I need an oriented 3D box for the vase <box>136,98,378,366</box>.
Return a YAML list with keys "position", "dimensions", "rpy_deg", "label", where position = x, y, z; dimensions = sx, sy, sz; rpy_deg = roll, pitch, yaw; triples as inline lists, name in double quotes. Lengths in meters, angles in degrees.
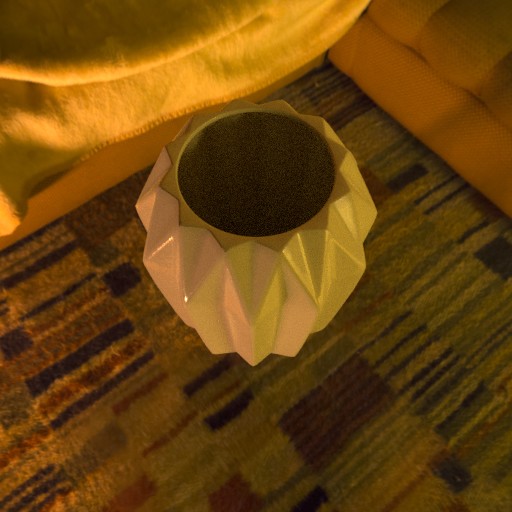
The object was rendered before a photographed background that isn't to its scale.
- position: [0.000, 0.000, 0.430]
  dimensions: [0.195, 0.275, 0.195]
  rpy_deg: [0, 63, 0]
  label: "vase"
